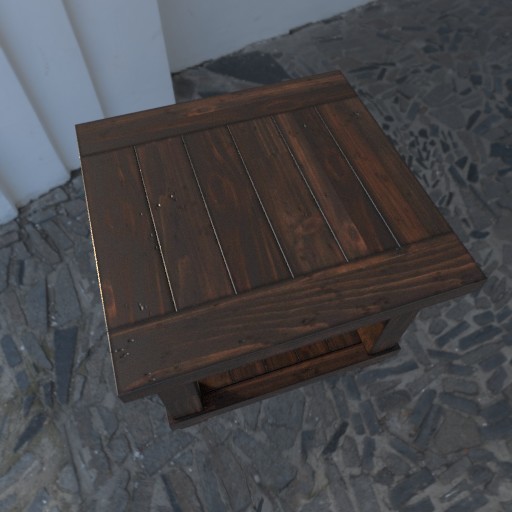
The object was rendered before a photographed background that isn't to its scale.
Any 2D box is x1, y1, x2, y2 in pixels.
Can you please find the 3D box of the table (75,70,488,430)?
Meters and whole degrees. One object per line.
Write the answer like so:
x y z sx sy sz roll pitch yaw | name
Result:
0.000 0.000 1.009 0.606 0.437 0.593 -15 58 -10 | table
